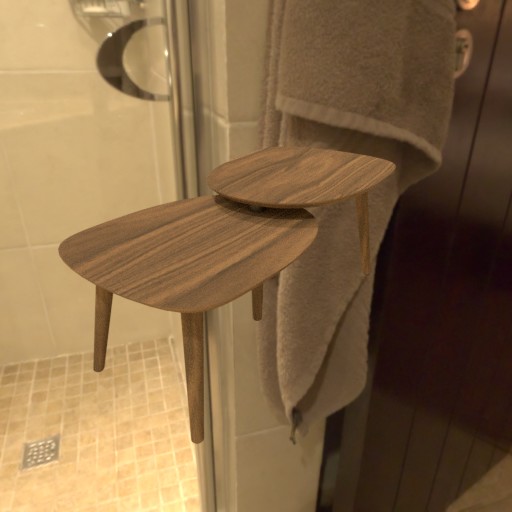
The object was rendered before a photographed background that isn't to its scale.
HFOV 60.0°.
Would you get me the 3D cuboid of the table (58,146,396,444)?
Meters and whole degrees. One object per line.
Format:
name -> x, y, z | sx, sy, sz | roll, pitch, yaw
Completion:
table -> 0.000, 0.000, 1.345 | 0.527, 0.429, 1.084 | 18, 31, 32
